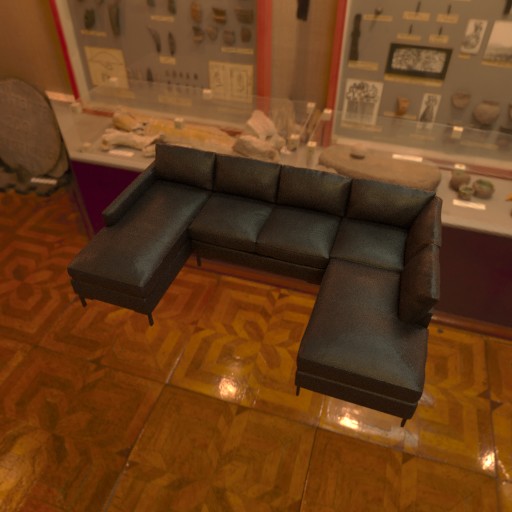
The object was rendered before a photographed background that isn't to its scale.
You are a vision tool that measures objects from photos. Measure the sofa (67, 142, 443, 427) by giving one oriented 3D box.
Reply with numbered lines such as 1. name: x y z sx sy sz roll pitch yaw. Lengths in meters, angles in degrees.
1. sofa: 0.000 0.000 3.908 2.956 0.900 1.939 13 44 14
